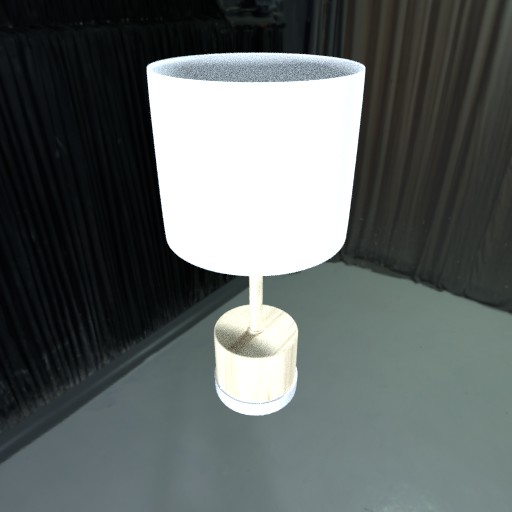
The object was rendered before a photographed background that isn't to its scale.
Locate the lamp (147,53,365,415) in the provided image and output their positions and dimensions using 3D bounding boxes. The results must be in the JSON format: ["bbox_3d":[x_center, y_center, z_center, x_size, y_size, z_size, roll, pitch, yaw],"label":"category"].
[{"bbox_3d":[0.000,0.000,0.588,0.229,0.470,0.229,20,36,31],"label":"lamp"}]
